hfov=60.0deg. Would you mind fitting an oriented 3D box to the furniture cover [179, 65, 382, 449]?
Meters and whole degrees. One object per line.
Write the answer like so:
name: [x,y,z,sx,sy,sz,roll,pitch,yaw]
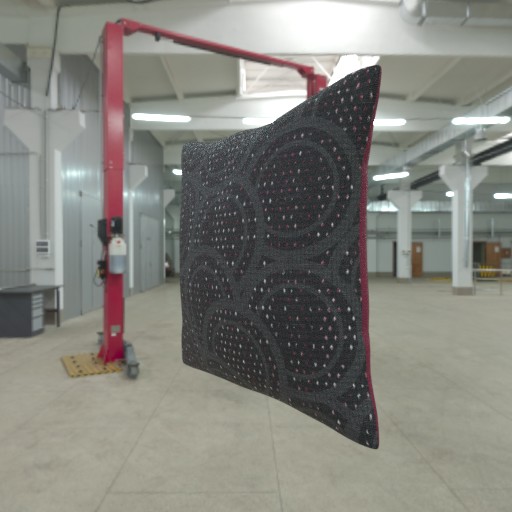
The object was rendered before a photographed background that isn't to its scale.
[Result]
furniture cover: [0.000,0.000,0.803,0.193,0.509,0.552,0,1,-36]
